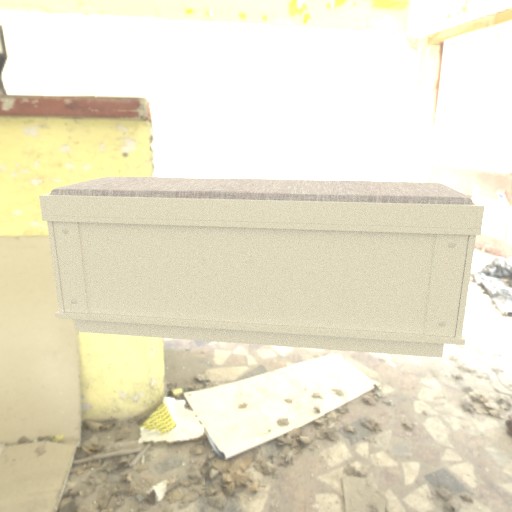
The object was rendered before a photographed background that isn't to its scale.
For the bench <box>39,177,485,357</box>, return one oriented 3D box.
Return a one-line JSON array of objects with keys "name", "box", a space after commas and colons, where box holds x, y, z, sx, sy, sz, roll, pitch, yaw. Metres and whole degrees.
[{"name": "bench", "box": [0.000, 0.000, 1.407, 1.196, 0.453, 0.363, 2, 16, 8]}]
